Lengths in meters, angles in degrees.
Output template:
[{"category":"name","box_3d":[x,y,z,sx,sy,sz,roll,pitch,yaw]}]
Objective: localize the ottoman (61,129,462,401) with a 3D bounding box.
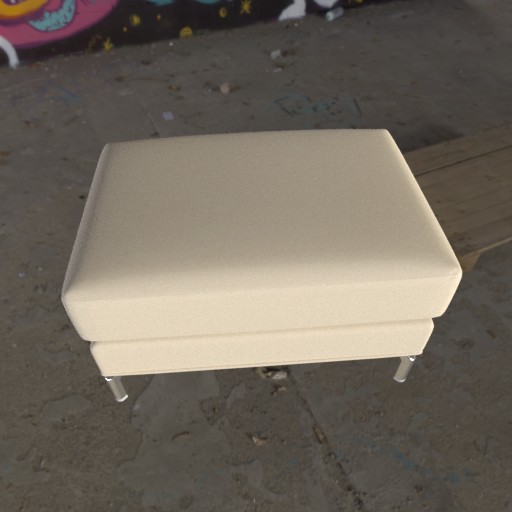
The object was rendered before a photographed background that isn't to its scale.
[{"category":"ottoman","box_3d":[0.000,0.000,1.226,0.835,0.497,0.581,-3,47,-3]}]
